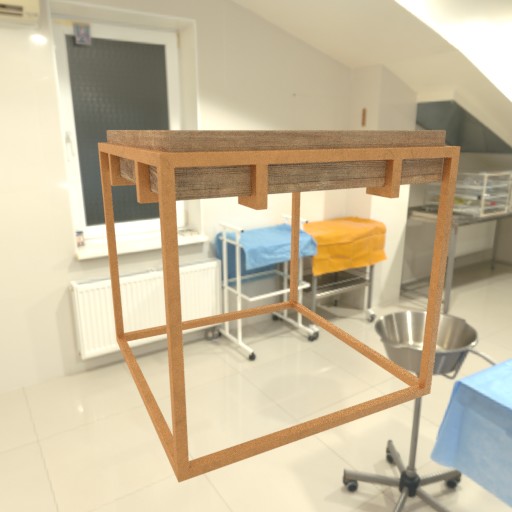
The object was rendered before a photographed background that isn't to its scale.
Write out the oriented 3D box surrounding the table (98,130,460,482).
[{"bbox_3d":[0.000,0.000,1.070,0.599,0.584,0.599,-8,18,-26],"label":"table"}]
